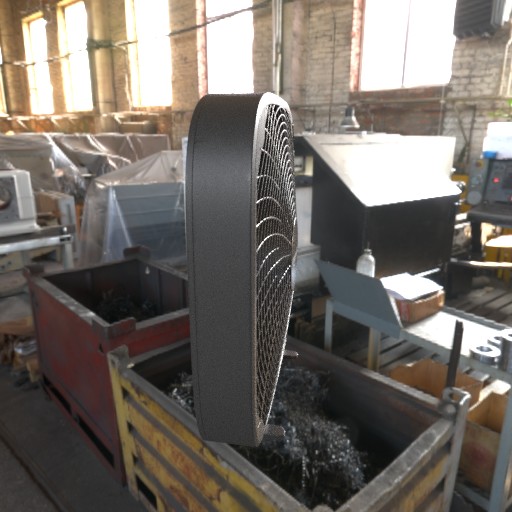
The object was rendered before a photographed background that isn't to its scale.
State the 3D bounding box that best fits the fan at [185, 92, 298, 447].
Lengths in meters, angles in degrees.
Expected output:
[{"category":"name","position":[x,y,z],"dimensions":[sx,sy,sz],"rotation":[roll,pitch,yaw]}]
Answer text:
[{"category":"fan","position":[0.000,0.000,0.791],"dimensions":[0.142,0.533,0.526],"rotation":[3,16,9]}]
